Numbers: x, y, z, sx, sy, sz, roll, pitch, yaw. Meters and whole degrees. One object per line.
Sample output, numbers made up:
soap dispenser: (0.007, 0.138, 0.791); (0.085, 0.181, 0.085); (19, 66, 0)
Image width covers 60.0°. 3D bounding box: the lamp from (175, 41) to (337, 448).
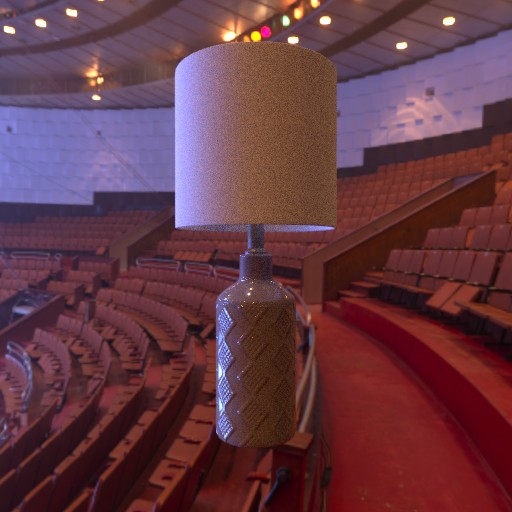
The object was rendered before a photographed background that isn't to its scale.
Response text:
lamp: (0.000, 0.000, 0.578); (0.207, 0.461, 0.207); (0, 1, 18)
